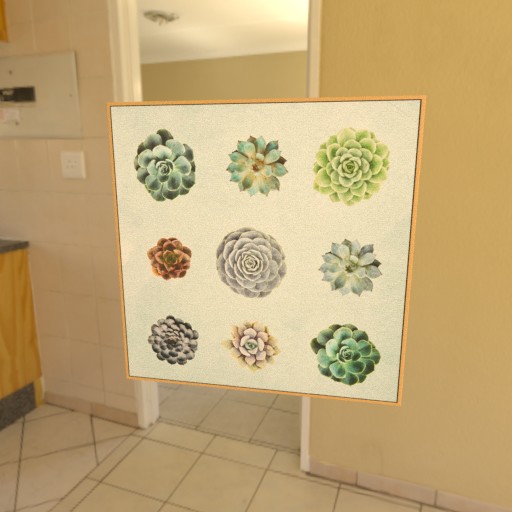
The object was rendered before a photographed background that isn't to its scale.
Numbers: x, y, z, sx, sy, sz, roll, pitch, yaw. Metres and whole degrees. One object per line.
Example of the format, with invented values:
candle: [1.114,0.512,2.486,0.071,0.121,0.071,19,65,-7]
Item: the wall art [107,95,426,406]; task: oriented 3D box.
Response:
wall art: [0.000,0.000,1.429,0.962,0.959,0.013,2,13,11]
